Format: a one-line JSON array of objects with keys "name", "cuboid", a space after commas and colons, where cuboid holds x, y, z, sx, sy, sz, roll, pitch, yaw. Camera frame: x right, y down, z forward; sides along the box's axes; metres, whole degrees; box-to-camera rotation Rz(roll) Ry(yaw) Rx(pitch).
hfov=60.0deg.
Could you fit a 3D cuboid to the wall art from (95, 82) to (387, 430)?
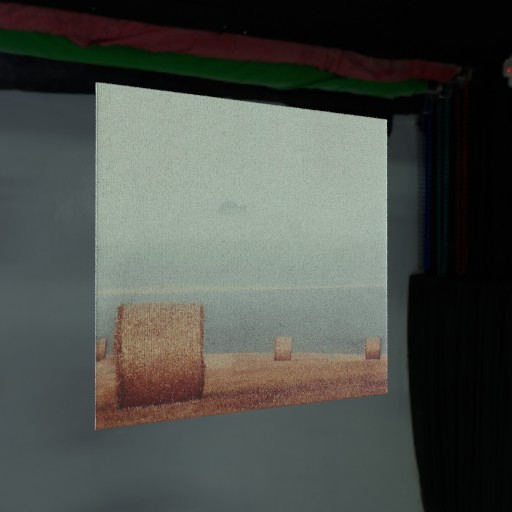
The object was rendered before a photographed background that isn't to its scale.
[{"name": "wall art", "cuboid": [0.000, 0.000, 1.117, 0.760, 0.760, 0.042, 0, 0, -20]}]
